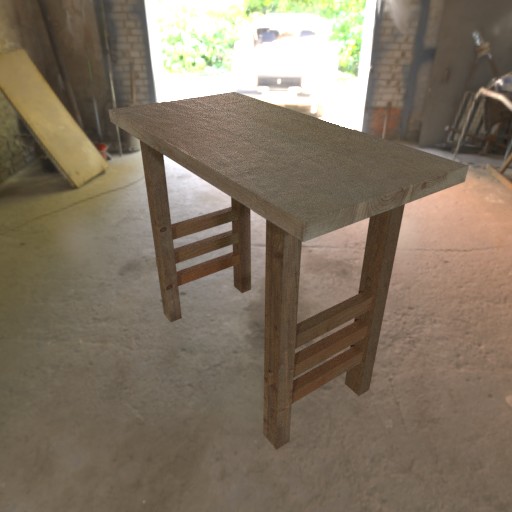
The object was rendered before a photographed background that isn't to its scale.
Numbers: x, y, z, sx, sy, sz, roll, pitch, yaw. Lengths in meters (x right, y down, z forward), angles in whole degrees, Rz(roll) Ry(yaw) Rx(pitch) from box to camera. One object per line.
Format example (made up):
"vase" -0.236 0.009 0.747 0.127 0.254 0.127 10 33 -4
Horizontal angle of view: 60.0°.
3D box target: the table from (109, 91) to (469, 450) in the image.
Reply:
"table" 0.000 0.000 1.633 0.556 0.914 1.119 -20 37 -29
